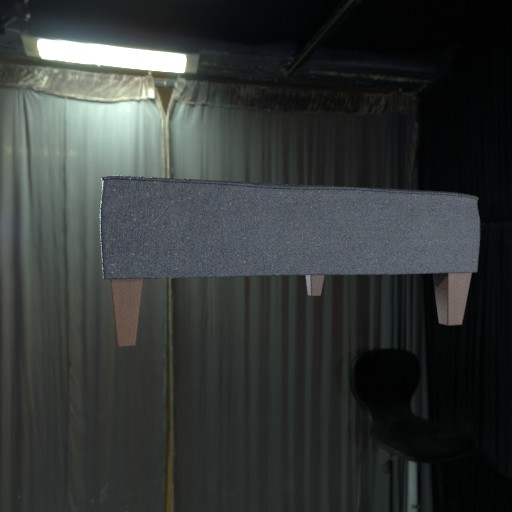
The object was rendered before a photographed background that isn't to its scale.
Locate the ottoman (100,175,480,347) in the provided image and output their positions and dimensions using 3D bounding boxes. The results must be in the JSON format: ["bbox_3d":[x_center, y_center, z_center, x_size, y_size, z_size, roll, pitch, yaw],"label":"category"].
[{"bbox_3d":[0.000,0.000,1.527,1.004,0.382,0.968,0,1,-18],"label":"ottoman"}]
